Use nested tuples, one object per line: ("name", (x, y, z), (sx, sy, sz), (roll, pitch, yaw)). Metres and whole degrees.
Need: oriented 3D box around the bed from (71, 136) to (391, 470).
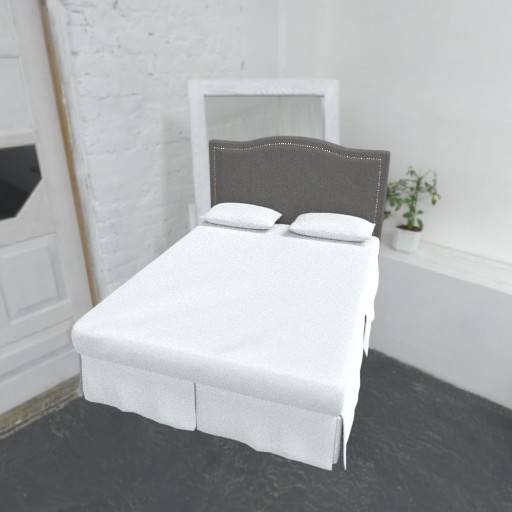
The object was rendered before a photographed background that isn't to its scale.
("bed", (0.000, 0.000, 3.393), (1.821, 1.436, 2.282), (8, 26, 17))
